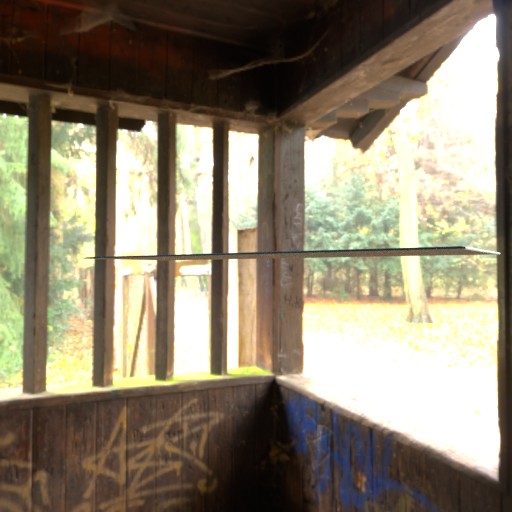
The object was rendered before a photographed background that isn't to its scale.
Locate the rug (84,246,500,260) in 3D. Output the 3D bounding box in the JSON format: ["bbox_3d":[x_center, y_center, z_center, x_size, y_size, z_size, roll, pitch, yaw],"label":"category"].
[{"bbox_3d":[0.000,0.000,2.349,2.196,0.011,0.662,-1,-2,37],"label":"rug"}]
